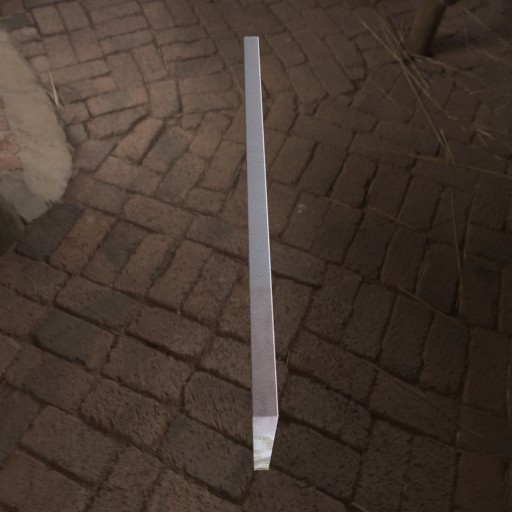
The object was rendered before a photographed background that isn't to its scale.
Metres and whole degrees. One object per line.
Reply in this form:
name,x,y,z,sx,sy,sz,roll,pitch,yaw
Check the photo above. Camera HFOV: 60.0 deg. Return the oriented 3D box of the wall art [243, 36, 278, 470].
wall art,0.000,0.000,1.123,0.040,0.608,0.916,-1,58,-1
